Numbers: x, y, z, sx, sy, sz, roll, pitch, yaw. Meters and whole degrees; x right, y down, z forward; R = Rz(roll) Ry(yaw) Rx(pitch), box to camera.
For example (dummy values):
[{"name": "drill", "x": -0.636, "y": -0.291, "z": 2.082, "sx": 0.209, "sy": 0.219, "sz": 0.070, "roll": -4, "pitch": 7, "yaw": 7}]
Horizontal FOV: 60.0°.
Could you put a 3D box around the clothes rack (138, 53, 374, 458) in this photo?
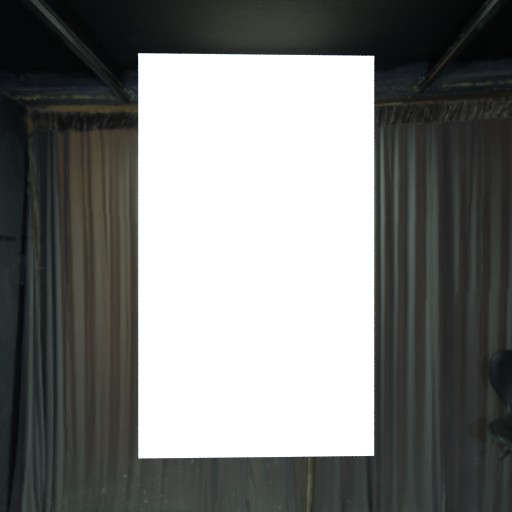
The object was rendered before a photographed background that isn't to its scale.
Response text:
[{"name": "clothes rack", "x": 0.000, "y": 0.000, "z": 1.536, "sx": 0.750, "sy": 1.280, "sz": 0.250, "roll": 0, "pitch": 0, "yaw": -1}]
